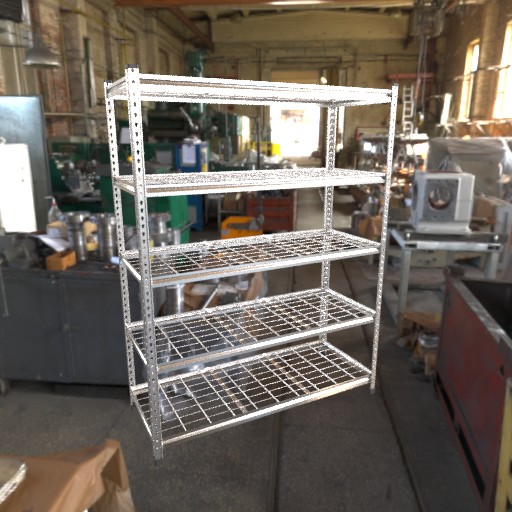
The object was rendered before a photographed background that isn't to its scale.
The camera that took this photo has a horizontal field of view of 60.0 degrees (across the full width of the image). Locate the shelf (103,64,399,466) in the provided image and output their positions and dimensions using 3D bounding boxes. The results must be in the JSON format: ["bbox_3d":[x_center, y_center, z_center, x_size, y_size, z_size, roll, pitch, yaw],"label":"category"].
[{"bbox_3d":[0.000,0.000,2.693,1.524,1.981,0.610,-8,17,-27],"label":"shelf"}]
